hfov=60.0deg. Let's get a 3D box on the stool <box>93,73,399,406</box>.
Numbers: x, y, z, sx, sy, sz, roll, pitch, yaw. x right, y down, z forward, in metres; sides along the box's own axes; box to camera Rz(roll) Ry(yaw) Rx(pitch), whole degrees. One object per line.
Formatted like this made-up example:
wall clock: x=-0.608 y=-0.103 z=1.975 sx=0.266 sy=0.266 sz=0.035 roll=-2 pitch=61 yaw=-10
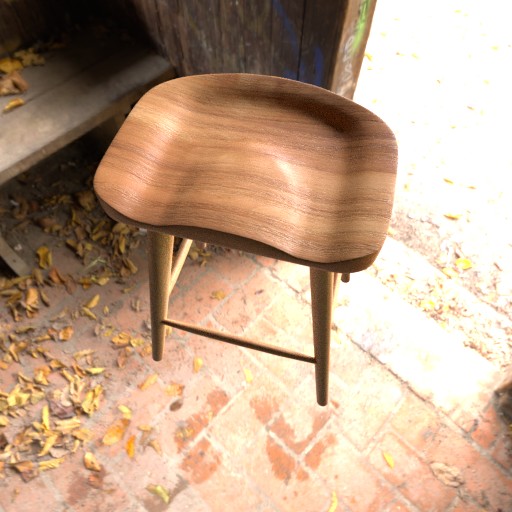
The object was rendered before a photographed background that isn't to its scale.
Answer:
stool: x=0.000 y=0.000 z=0.891 sx=0.440 sy=0.615 sz=0.361 roll=13 pitch=60 yaw=8
